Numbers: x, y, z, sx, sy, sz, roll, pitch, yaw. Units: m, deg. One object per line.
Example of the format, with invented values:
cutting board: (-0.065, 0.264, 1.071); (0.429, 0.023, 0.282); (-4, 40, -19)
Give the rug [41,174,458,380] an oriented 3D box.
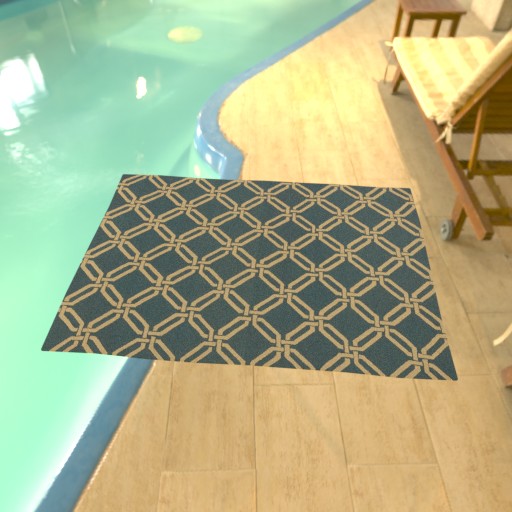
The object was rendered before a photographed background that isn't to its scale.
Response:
rug: (0.000, 0.000, 2.746); (2.135, 0.013, 1.524); (3, 47, 3)
